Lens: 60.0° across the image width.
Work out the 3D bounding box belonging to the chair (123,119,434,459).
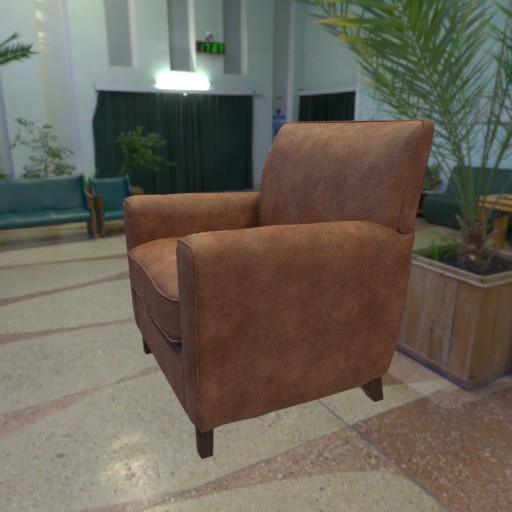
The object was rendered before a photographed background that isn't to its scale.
[{"bbox_3d":[0.000,0.000,1.604,0.823,0.943,0.870,-8,18,-25],"label":"chair"}]
